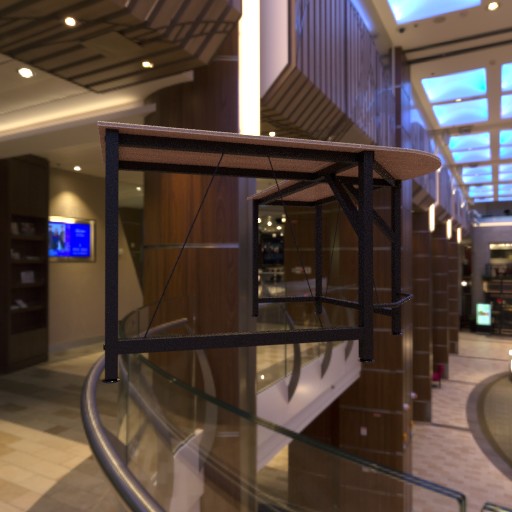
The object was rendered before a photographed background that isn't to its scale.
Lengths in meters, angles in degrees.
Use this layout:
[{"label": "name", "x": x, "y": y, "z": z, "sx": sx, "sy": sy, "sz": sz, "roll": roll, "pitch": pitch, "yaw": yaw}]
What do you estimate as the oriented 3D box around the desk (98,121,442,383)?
[{"label": "desk", "x": 0.000, "y": 0.000, "z": 2.153, "sx": 1.400, "sy": 0.762, "sz": 1.400, "roll": 0, "pitch": -1, "yaw": -18}]
